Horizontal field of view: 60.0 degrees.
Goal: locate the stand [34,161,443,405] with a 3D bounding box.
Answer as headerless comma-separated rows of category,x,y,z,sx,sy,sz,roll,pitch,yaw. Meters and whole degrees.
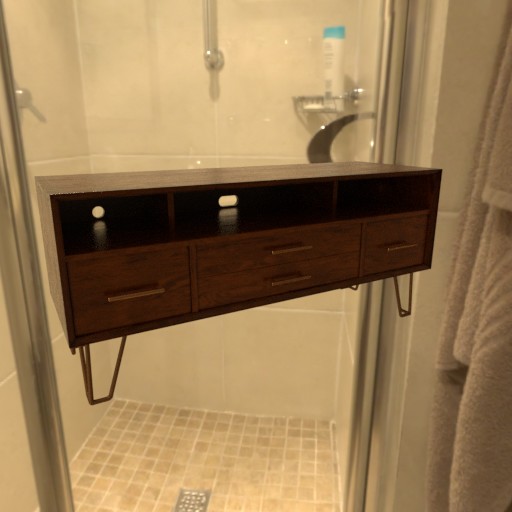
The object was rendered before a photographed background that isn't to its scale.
stand,0.000,0.000,1.639,1.372,0.610,0.481,-9,18,-28
